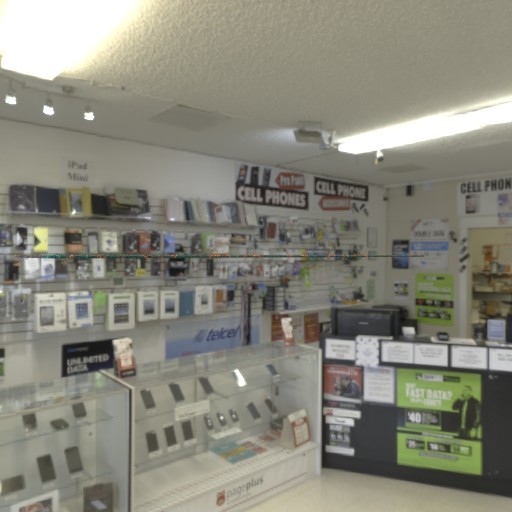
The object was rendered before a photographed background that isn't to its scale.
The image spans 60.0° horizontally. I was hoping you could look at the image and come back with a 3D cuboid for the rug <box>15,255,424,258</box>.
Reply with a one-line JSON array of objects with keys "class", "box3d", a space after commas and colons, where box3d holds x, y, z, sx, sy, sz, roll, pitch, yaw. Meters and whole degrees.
[{"class": "rug", "box3d": [0.000, 0.000, 2.465, 2.286, 0.013, 0.686, 0, 0, -38]}]
